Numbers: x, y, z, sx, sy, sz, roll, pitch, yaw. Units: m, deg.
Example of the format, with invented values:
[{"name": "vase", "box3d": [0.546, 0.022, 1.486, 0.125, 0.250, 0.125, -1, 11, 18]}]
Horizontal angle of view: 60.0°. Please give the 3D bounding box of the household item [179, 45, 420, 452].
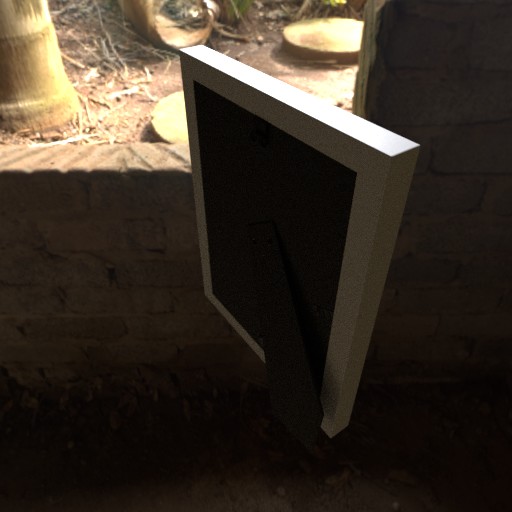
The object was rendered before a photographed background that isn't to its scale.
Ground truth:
[{"name": "household item", "box3d": [0.000, 0.000, 0.337, 0.045, 0.250, 0.200, -25, 46, -26]}]
